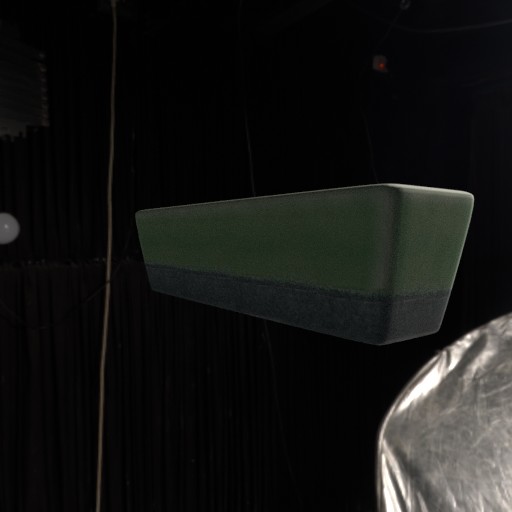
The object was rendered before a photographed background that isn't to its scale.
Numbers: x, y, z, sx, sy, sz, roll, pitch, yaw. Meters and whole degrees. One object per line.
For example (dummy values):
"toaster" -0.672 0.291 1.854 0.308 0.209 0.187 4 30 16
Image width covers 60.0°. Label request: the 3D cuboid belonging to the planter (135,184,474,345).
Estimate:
"planter" 0.000 0.000 0.308 0.072 0.072 0.275 -2 3 -36
